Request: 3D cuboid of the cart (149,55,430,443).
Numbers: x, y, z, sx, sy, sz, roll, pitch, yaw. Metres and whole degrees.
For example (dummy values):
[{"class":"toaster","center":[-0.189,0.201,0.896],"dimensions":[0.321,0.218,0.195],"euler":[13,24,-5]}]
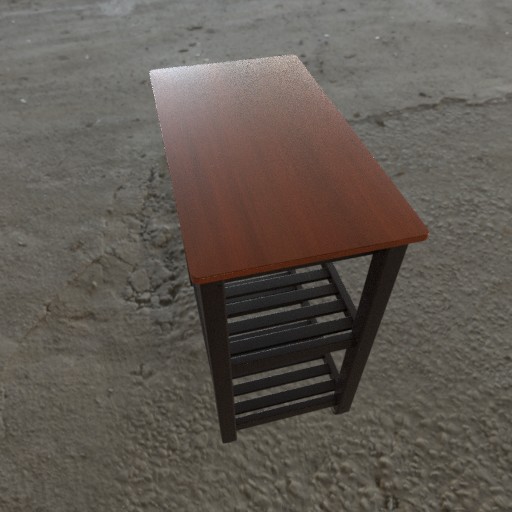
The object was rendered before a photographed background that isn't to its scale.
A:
[{"class":"cart","center":[0.000,0.000,1.431],"dimensions":[0.457,0.927,0.899],"euler":[-11,48,-10]}]
